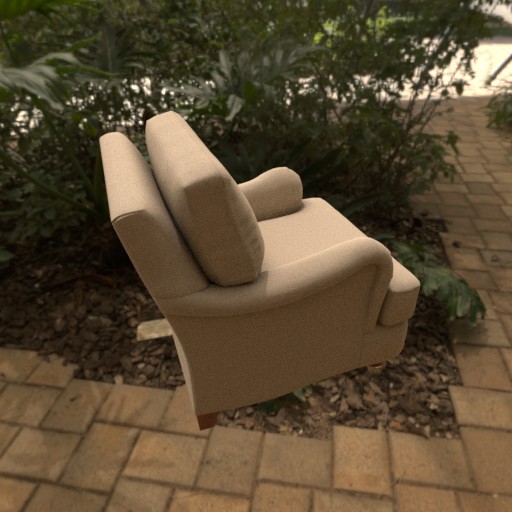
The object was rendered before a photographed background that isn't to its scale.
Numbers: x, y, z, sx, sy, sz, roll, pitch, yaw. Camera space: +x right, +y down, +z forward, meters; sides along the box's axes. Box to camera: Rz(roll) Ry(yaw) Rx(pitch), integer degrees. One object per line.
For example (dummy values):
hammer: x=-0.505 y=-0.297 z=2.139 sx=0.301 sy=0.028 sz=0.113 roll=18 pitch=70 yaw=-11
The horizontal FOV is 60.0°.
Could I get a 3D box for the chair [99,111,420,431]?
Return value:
chair: x=0.000 y=0.000 z=1.857 sx=1.078 sy=1.076 sz=0.895 roll=-10 pitch=32 yaw=-16
